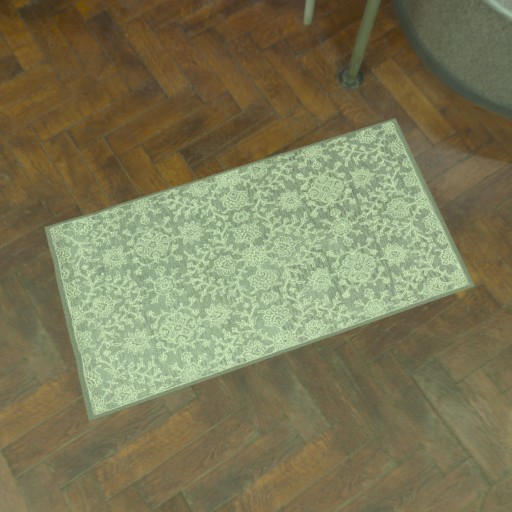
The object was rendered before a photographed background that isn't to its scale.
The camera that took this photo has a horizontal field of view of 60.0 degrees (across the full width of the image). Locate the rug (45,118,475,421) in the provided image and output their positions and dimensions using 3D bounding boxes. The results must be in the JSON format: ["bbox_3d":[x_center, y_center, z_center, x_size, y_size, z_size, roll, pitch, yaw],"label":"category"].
[{"bbox_3d":[0.000,0.000,3.483,3.048,0.011,1.546,-18,76,-5],"label":"rug"}]
